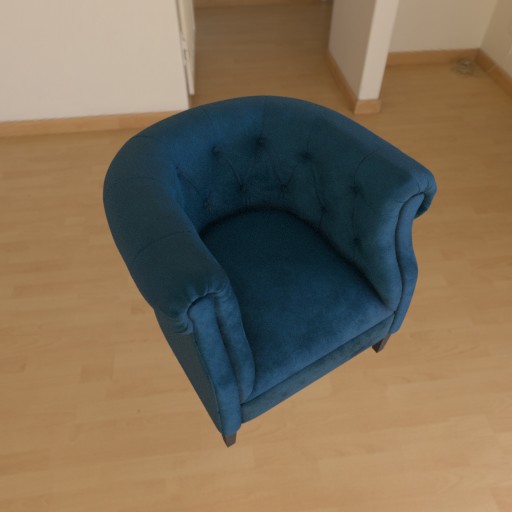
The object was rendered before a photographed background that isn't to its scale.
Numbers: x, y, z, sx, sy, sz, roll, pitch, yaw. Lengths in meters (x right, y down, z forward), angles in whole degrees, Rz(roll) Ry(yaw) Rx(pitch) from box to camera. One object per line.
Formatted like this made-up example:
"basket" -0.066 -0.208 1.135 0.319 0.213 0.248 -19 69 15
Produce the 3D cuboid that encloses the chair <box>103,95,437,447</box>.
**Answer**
"chair" 0.000 0.000 1.577 0.904 0.826 0.851 -25 52 -21
